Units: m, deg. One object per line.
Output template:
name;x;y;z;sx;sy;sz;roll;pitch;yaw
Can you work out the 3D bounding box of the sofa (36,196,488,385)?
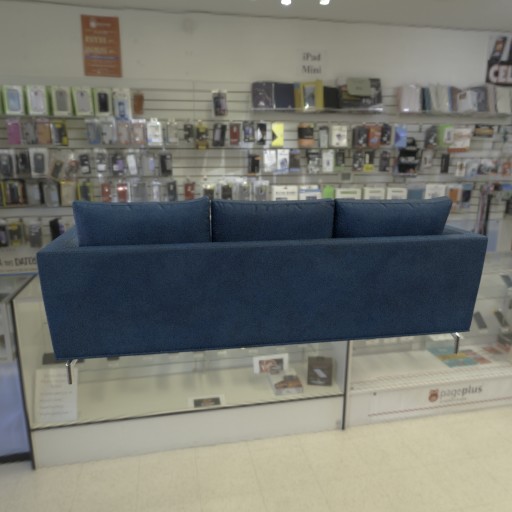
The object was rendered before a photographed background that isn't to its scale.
sofa;0.000;0.000;3.165;2.438;0.987;1.622;-2;14;-9
